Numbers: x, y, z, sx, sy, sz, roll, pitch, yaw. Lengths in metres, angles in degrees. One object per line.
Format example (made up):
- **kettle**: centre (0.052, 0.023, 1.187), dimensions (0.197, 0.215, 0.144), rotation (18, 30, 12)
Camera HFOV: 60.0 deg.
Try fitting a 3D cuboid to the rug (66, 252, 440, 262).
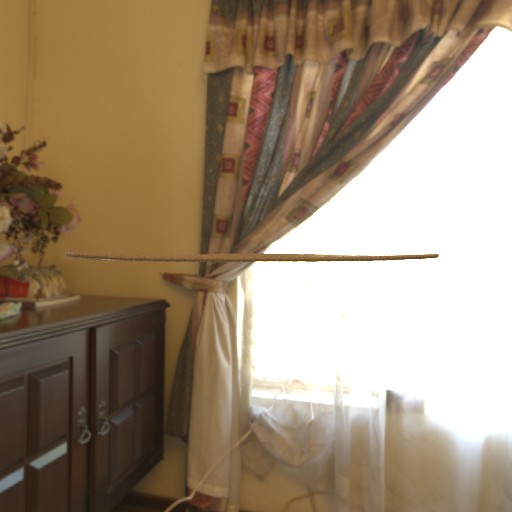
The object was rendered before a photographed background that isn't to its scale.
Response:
- **rug**: centre (0.000, 0.000, 3.033), dimensions (1.553, 0.053, 2.430), rotation (0, 0, 1)
